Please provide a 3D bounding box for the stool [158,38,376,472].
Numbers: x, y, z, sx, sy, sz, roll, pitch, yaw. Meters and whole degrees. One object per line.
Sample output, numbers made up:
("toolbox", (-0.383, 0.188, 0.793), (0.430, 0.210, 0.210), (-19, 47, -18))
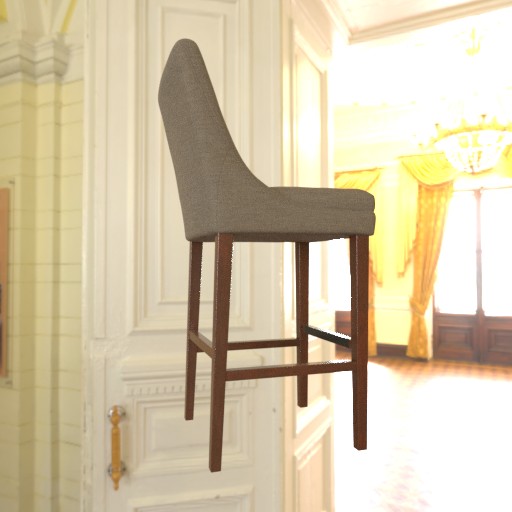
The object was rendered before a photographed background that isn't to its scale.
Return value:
("stool", (0.000, 0.000, 1.355), (0.577, 1.078, 0.470), (0, -1, -18))
